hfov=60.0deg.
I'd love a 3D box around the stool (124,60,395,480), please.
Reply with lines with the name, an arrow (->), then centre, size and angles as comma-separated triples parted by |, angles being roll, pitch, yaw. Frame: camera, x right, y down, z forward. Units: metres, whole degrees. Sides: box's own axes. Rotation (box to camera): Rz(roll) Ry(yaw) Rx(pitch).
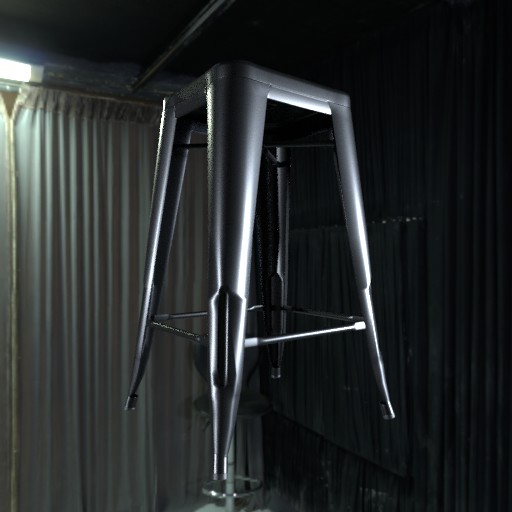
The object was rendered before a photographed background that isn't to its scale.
stool -> 0.000, 0.000, 0.853 | 0.399, 0.609, 0.359 | 0, 1, -37
